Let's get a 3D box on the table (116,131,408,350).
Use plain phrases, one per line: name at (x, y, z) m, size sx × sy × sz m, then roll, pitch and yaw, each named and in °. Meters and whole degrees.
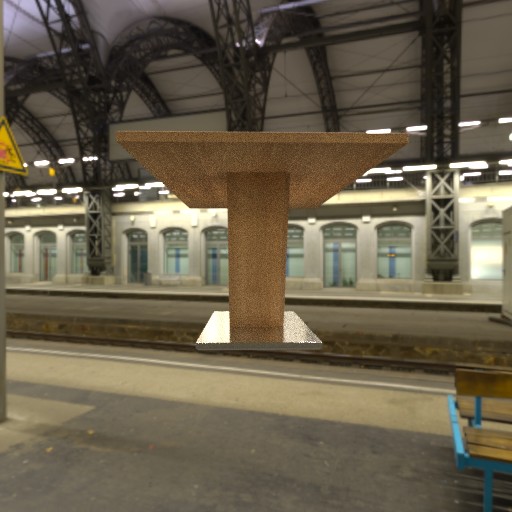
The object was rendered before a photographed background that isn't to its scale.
table at (0.000, 0.000, 2.259) m, size 0.900 × 0.750 × 1.800 m, roll 0°, pitch 0°, yaw -1°
